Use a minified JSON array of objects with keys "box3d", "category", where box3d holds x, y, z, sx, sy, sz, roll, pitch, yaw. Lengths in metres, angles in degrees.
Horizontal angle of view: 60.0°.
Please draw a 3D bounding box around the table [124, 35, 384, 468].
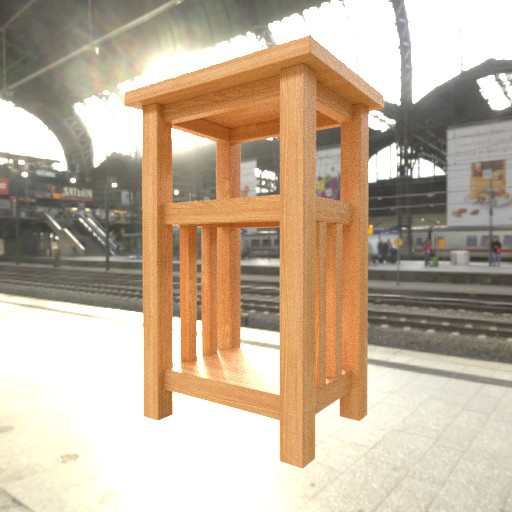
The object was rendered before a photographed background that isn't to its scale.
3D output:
[{"box3d":[0.000,0.000,0.757,0.350,0.550,0.270,1,2,35],"category":"table"}]
